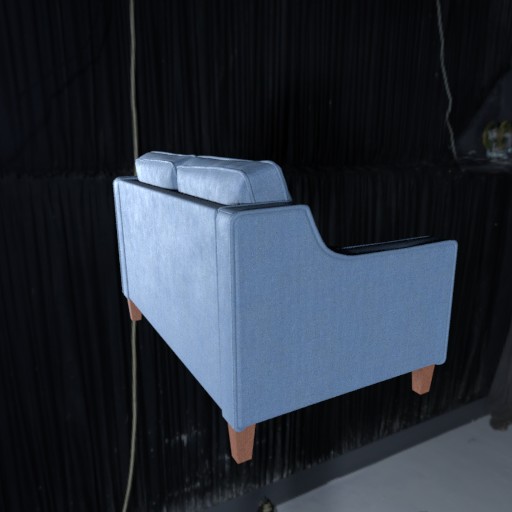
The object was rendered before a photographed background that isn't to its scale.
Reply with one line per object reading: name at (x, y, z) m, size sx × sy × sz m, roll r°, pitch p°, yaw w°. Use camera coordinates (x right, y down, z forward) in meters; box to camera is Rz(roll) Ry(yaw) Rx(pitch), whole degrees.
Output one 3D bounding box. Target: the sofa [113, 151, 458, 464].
sofa at (0.000, 0.000, 2.138) m, size 0.987 × 0.971 × 1.501 m, roll -8°, pitch 16°, yaw -28°
